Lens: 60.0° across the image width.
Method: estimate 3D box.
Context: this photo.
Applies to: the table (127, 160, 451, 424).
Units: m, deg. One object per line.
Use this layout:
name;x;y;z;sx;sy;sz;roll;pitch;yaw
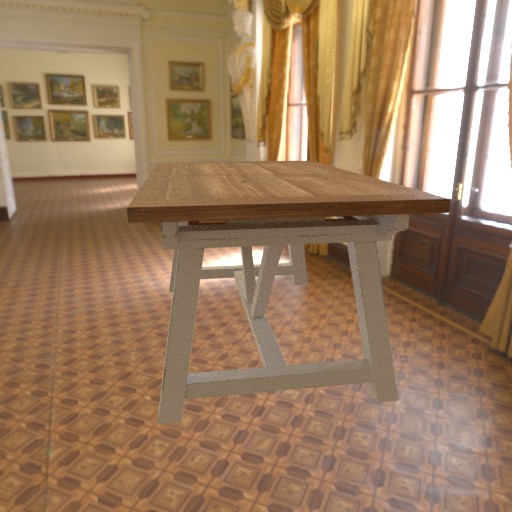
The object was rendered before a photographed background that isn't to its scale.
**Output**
table;0.000;0.000;2.046;0.922;0.743;1.503;-3;17;-9
